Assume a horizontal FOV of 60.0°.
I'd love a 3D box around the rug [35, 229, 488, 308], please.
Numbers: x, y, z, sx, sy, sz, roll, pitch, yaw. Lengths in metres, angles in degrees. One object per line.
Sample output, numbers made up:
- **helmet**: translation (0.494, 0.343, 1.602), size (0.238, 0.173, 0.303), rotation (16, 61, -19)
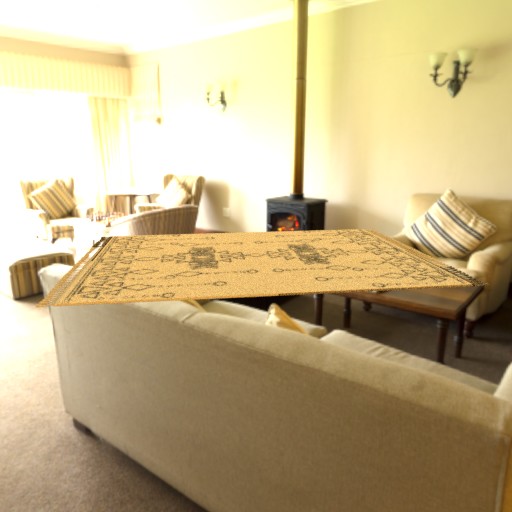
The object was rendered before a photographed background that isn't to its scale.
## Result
- **rug**: translation (0.000, 0.000, 2.995), size (2.312, 0.013, 1.600), rotation (-2, 14, -8)
